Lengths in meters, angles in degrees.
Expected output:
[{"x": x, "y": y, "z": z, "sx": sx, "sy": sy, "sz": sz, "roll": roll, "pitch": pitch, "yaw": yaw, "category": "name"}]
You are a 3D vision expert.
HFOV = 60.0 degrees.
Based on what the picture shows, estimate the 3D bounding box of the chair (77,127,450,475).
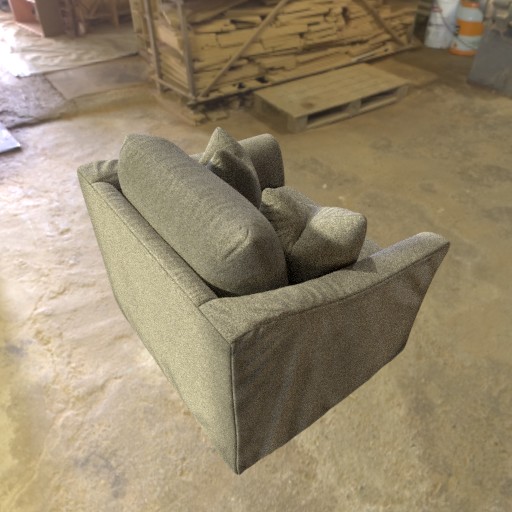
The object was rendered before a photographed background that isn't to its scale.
[{"x": 0.000, "y": 0.000, "z": 1.996, "sx": 1.071, "sy": 1.059, "sz": 1.194, "roll": -26, "pitch": 48, "yaw": -27, "category": "chair"}]
